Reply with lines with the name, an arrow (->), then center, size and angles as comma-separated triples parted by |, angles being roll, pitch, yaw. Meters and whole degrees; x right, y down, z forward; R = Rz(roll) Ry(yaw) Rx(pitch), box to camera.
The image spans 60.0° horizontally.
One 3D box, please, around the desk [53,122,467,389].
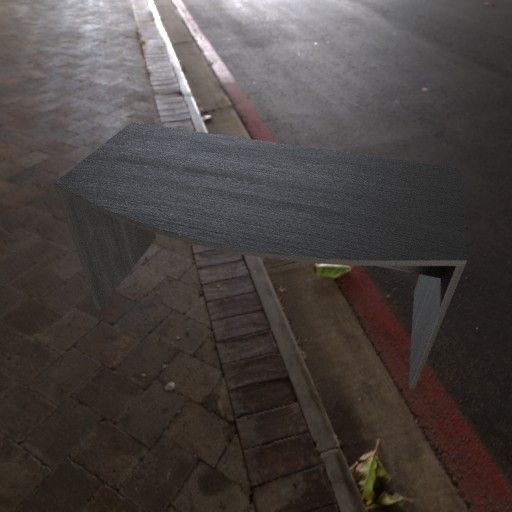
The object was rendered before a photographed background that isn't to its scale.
desk -> 0.000, 0.000, 2.050 | 1.600, 0.750, 0.802 | 12, 42, 13
